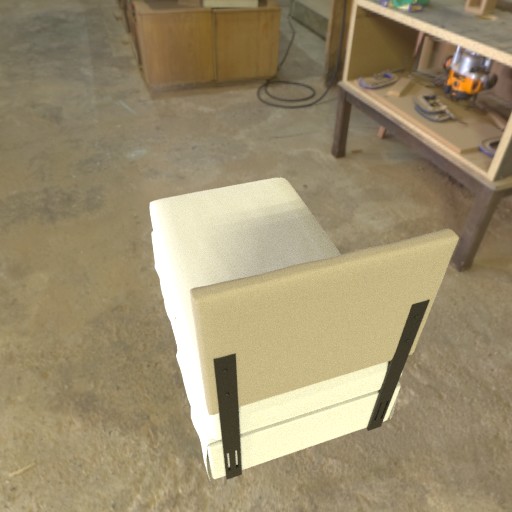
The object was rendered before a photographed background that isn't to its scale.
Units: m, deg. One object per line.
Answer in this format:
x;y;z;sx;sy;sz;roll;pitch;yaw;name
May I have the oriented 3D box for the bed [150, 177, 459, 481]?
0.000;0.000;2.911;1.261;1.571;1.997;-13;44;-14;bed
